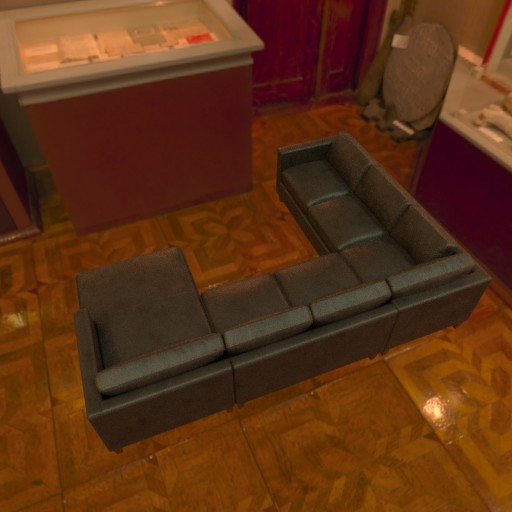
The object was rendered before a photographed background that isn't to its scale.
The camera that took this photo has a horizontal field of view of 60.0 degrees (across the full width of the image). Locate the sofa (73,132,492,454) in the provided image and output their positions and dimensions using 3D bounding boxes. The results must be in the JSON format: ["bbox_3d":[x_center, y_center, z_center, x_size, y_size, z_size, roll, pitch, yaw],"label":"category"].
[{"bbox_3d":[0.000,0.000,4.294,3.324,0.891,2.452,-16,49,-14],"label":"sofa"}]
